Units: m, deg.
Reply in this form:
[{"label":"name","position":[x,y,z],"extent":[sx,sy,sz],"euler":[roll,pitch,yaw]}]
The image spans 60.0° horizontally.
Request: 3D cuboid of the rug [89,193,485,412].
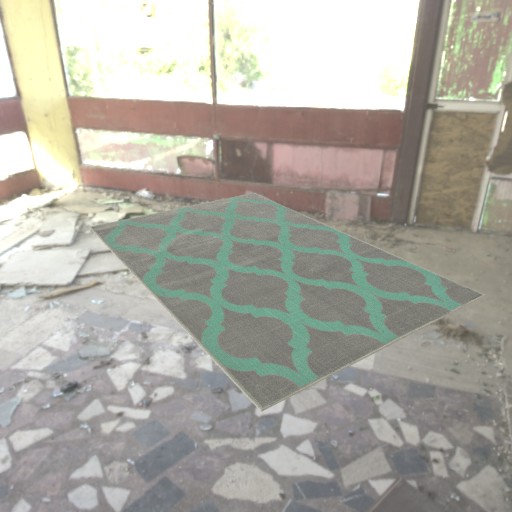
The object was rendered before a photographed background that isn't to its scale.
[{"label":"rug","position":[0.000,0.000,2.926],"extent":[1.524,0.006,2.286],"euler":[-17,30,-31]}]
